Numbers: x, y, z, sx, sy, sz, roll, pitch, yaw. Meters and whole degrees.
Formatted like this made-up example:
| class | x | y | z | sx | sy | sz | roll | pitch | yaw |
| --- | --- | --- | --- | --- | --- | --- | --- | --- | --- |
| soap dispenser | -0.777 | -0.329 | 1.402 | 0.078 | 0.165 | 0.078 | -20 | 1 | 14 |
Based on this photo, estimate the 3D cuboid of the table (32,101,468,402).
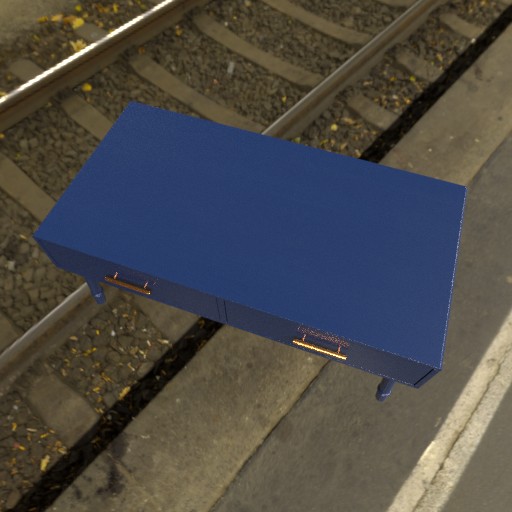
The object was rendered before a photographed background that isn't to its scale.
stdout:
| class | x | y | z | sx | sy | sz | roll | pitch | yaw |
| --- | --- | --- | --- | --- | --- | --- | --- | --- | --- |
| table | 0.000 | 0.000 | 1.397 | 1.067 | 0.457 | 0.572 | 17 | 61 | 10 |
